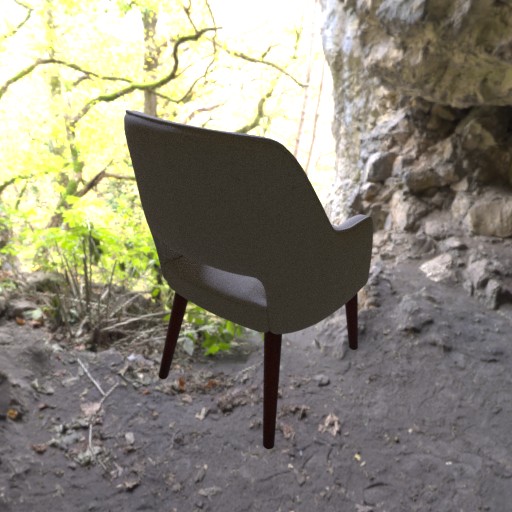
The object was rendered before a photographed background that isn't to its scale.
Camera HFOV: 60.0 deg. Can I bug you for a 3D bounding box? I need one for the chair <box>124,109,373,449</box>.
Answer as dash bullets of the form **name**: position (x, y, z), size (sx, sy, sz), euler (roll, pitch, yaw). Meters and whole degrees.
- **chair**: position (0.000, 0.000, 1.246), size (0.560, 0.840, 0.580), euler (21, 36, 32)
